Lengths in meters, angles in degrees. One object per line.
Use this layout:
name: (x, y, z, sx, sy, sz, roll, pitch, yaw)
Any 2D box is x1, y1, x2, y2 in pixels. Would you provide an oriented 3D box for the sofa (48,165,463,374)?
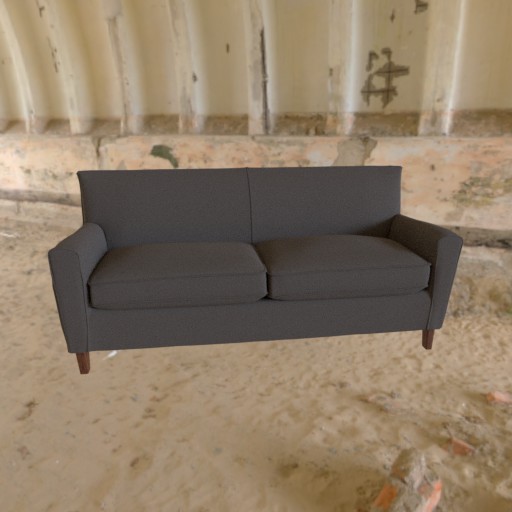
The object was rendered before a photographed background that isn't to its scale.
sofa: (0.000, 0.000, 2.475, 2.002, 0.907, 0.843, -2, 17, -8)
